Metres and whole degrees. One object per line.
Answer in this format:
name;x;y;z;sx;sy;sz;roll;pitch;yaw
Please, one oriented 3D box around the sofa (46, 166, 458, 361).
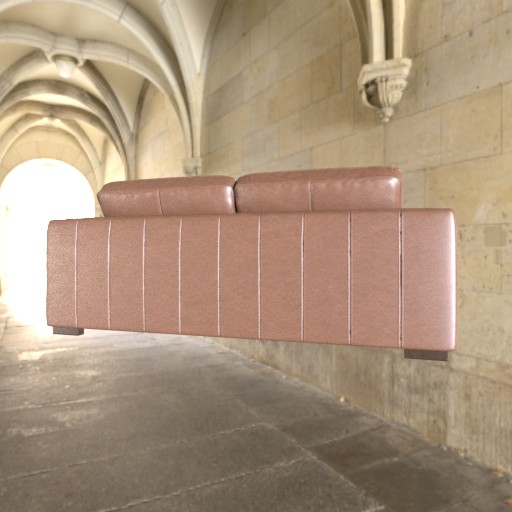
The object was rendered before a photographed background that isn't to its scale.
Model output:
sofa;0.000;0.000;2.439;1.920;0.800;1.070;0;0;18
